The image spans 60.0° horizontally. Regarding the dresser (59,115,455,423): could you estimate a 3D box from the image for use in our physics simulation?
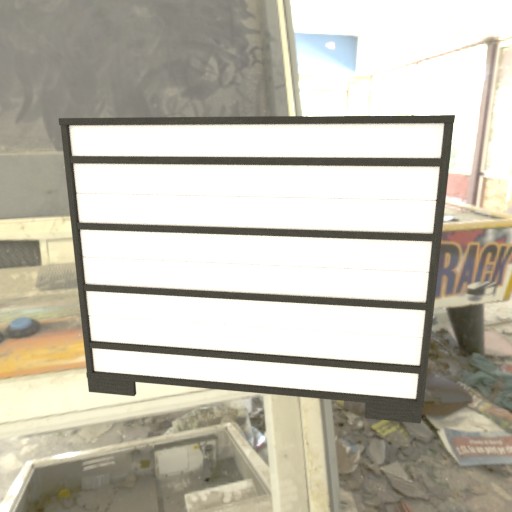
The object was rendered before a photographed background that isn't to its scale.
[{"bbox_3d":[0.000,0.000,1.390,0.994,0.816,0.404,2,15,9],"label":"dresser"}]
